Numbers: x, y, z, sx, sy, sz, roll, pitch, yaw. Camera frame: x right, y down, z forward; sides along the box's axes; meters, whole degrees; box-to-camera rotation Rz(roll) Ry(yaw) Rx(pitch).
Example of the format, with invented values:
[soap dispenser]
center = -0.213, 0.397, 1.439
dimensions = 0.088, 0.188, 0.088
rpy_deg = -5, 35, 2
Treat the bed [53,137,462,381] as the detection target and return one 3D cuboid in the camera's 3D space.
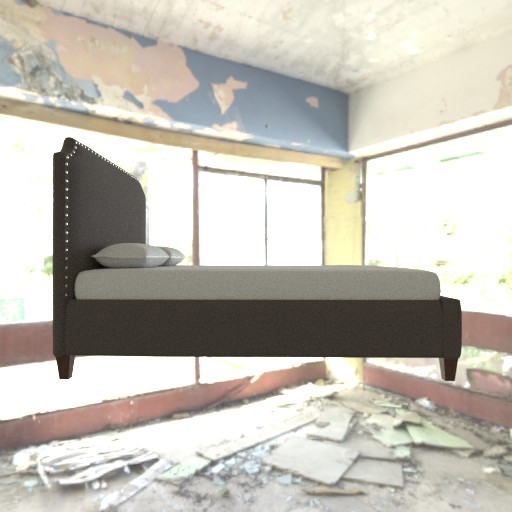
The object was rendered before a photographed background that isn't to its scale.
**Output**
[bed]
center = 0.000, 0.000, 3.369
dimensions = 2.372, 1.443, 1.713
rpy_deg = 0, 0, 1
